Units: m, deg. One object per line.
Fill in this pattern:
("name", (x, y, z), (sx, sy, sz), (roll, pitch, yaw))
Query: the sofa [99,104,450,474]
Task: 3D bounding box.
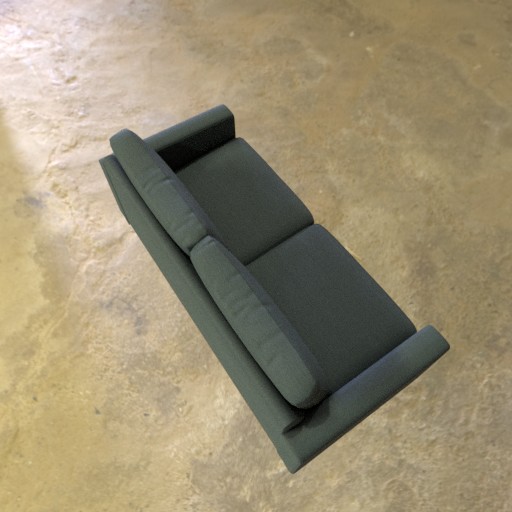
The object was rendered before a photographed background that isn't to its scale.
("sofa", (0.000, 0.000, 2.369), (0.877, 0.865, 1.900), (-30, 64, -17))
